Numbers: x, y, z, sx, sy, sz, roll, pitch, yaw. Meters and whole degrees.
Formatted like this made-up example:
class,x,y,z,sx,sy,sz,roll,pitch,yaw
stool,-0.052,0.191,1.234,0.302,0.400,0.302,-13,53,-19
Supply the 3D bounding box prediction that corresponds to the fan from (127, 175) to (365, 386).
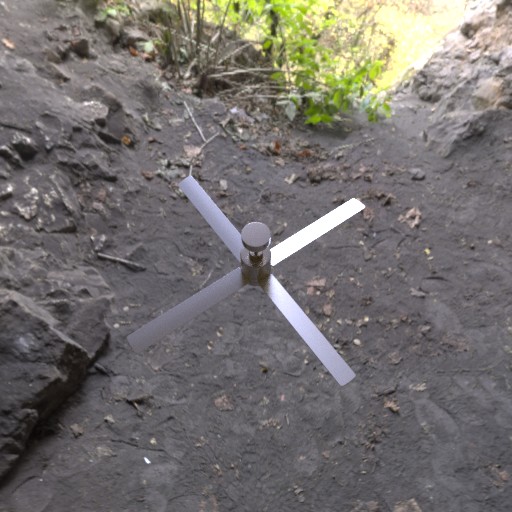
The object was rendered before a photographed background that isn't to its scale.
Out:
class,x,y,z,sx,sy,sz,roll,pitch,yaw
fan,0.000,0.000,1.999,1.322,0.355,1.322,-32,64,-17
